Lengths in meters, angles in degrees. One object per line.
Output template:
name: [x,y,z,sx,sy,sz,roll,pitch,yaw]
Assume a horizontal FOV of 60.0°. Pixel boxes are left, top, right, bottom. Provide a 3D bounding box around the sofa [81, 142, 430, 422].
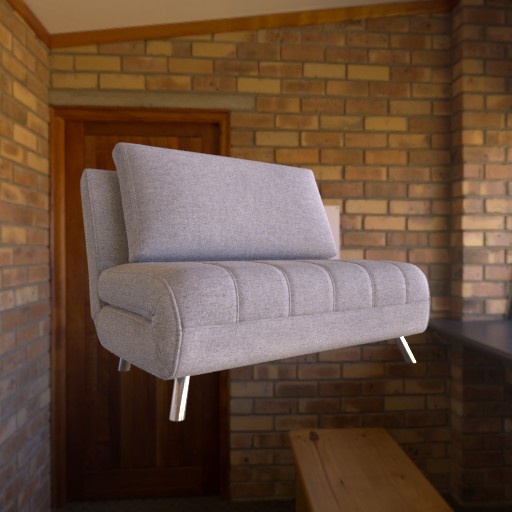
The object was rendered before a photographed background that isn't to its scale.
sofa: [0.000,0.000,1.876,1.220,0.910,0.910,-1,1,-36]
